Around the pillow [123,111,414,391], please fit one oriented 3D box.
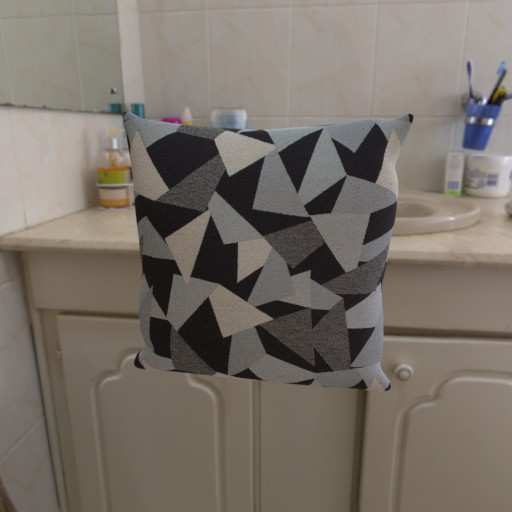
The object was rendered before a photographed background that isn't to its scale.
[{"bbox_3d":[0.000,0.000,0.792,0.503,0.496,0.208,3,15,10],"label":"pillow"}]
